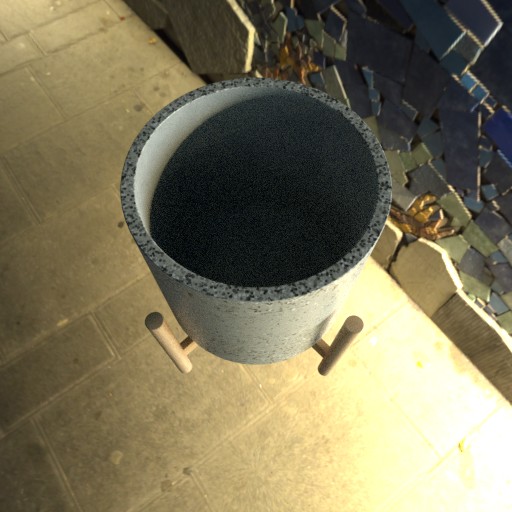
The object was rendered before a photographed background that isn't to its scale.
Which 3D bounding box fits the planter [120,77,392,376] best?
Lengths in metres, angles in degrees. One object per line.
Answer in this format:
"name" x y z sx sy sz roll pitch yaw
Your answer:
"planter" 0.000 0.000 0.686 0.360 0.419 0.360 -19 66 -9
